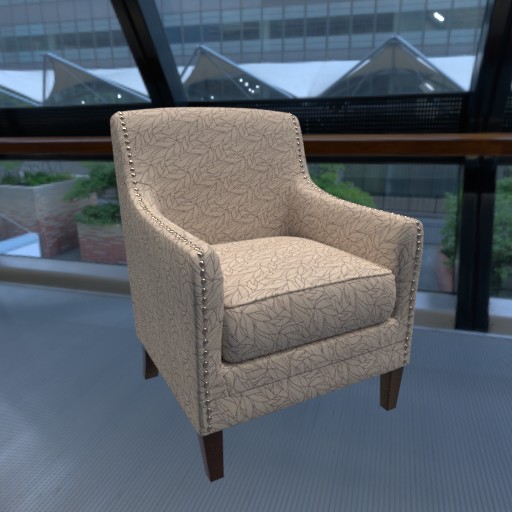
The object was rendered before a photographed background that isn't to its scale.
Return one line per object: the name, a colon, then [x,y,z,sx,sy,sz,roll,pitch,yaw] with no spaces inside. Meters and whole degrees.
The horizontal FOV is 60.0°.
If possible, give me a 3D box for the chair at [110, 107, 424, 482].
chair: [0.000,0.000,1.263,0.623,0.816,0.651,-9,19,-27]
